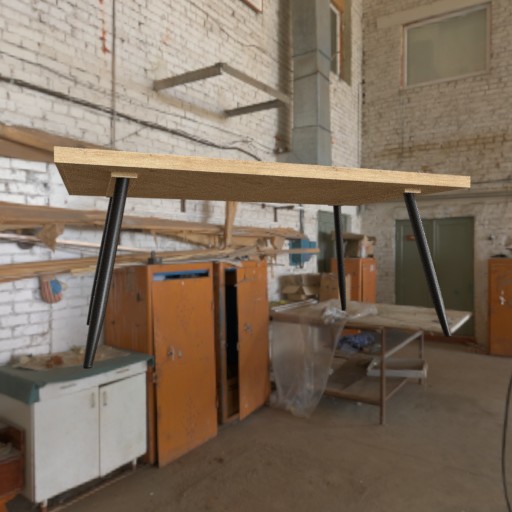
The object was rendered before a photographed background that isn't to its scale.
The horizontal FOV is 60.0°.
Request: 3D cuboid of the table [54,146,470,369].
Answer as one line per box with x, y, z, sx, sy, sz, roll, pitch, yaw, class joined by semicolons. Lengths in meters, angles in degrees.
0.000;0.000;2.265;1.803;0.762;0.991;0;1;-20;table
